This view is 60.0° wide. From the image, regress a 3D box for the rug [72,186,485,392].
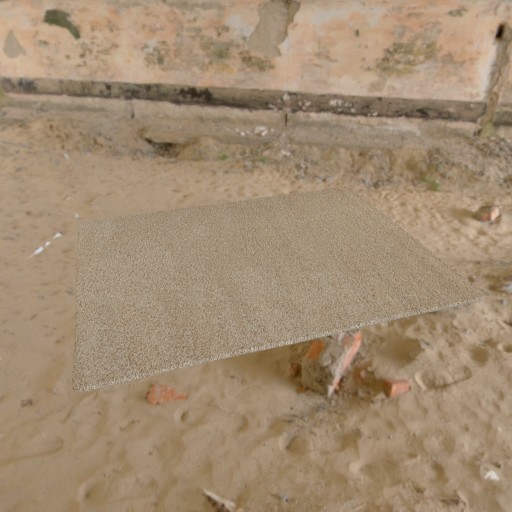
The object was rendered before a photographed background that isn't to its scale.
[{"bbox_3d":[0.000,0.000,2.087,1.600,0.025,1.199,-10,33,-15],"label":"rug"}]
